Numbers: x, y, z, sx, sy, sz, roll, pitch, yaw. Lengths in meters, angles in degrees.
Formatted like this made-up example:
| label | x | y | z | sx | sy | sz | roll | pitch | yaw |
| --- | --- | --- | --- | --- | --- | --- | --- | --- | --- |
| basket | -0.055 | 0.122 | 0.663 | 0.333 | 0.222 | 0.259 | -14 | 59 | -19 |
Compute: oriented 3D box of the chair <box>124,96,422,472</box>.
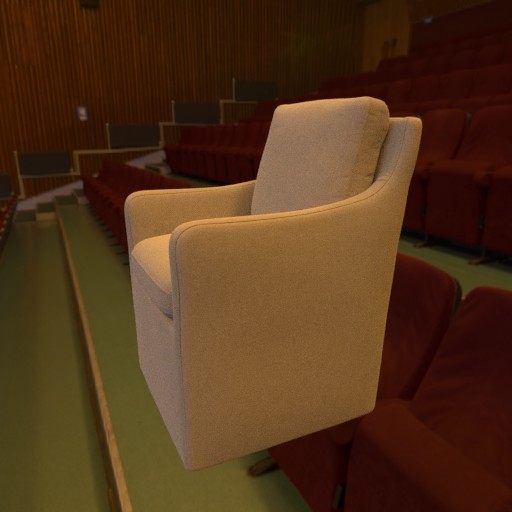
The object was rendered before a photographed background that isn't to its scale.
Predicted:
| label | x | y | z | sx | sy | sz | roll | pitch | yaw |
| --- | --- | --- | --- | --- | --- | --- | --- | --- | --- |
| chair | 0.000 | 0.000 | 1.361 | 0.694 | 0.914 | 0.626 | -8 | 18 | -25 |
